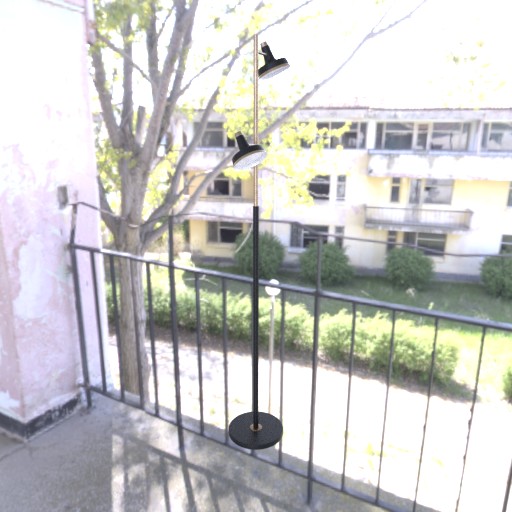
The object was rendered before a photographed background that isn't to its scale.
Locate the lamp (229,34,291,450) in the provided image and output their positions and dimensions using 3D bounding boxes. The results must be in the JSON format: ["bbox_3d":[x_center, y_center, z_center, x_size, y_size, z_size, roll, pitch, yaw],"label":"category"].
[{"bbox_3d":[0.000,0.000,1.833,0.253,1.674,0.351,8,17,28],"label":"lamp"}]
